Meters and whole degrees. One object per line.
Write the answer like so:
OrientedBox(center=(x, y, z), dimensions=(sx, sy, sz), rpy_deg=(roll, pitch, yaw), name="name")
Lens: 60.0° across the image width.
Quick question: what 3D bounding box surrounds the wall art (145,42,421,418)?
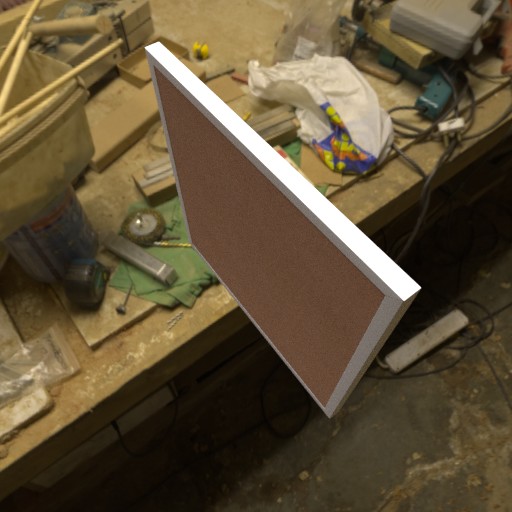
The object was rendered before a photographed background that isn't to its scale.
OrientedBox(center=(0.000, 0.000, 1.124), dimensions=(0.036, 0.760, 0.760), rpy_deg=(-32, 63, -19), name="wall art")
